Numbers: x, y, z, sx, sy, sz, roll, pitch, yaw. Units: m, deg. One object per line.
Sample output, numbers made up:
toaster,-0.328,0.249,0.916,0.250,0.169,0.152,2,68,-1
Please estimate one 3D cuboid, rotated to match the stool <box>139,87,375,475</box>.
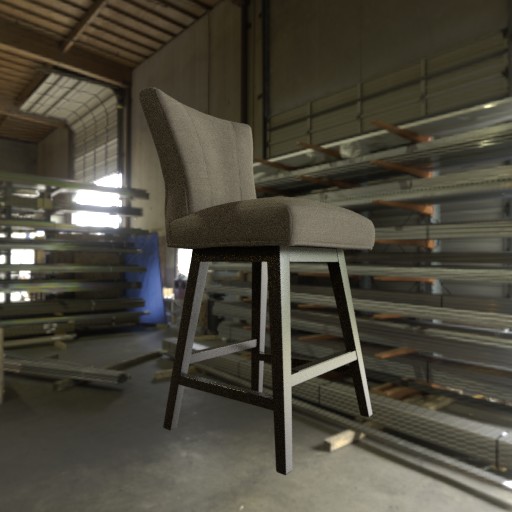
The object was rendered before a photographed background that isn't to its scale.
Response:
stool,0.000,0.000,1.361,0.574,1.000,0.514,-1,-1,37
